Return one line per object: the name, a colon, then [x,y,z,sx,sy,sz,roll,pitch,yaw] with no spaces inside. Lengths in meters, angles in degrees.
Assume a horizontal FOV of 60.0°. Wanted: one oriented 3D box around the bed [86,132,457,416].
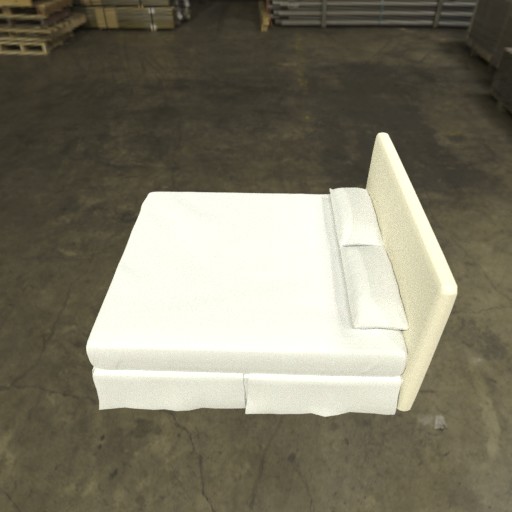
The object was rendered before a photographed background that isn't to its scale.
bed: [0.000,0.000,3.651,2.341,1.317,2.119,1,40,1]
